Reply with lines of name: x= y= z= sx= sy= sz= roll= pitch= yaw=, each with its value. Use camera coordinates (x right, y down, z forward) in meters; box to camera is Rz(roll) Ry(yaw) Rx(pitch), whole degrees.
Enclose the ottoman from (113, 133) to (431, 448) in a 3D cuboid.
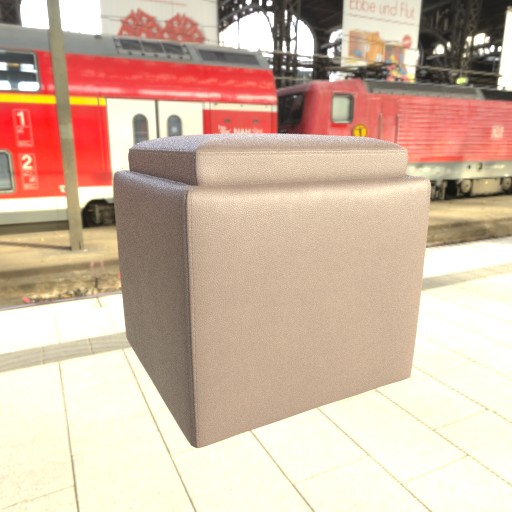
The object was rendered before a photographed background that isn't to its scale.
ottoman: x=0.000 y=0.000 z=0.863 sx=0.451 sy=0.460 sz=0.450 roll=-8 pitch=16 yaw=-27
